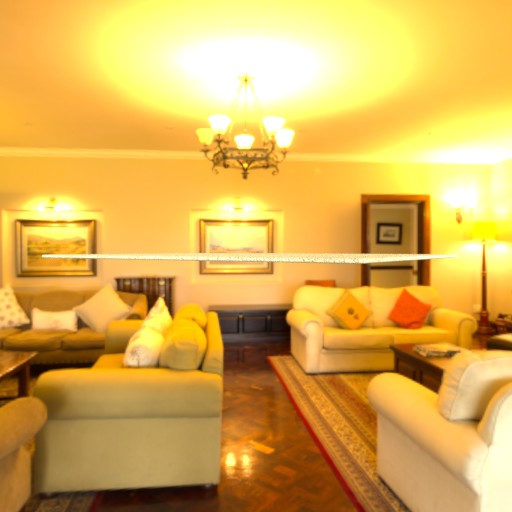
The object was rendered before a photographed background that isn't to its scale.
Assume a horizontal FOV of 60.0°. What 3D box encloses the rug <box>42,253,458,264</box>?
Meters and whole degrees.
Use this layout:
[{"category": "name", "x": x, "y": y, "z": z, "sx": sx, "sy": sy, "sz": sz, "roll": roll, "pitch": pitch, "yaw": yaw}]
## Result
[{"category": "rug", "x": 0.000, "y": 0.000, "z": 4.126, "sx": 3.047, "sy": 0.029, "sz": 2.438, "roll": 1, "pitch": 1, "yaw": 35}]
